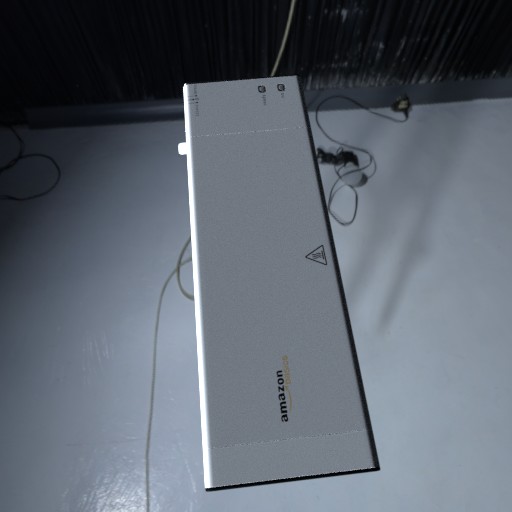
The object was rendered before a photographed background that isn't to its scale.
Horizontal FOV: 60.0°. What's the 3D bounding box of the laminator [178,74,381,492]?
[{"bbox_3d":[0.000,0.000,0.374,0.123,0.062,0.340,-6,65,-3],"label":"laminator"}]
